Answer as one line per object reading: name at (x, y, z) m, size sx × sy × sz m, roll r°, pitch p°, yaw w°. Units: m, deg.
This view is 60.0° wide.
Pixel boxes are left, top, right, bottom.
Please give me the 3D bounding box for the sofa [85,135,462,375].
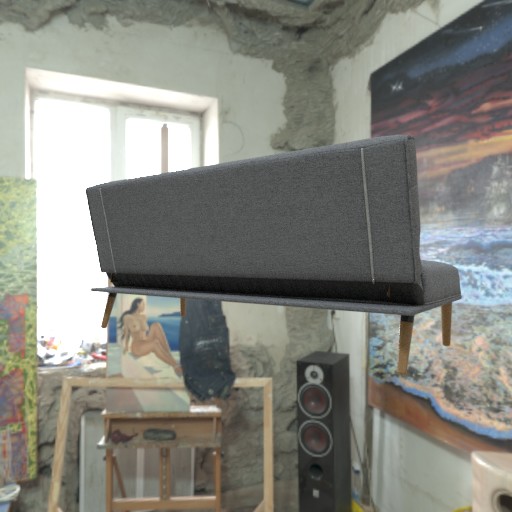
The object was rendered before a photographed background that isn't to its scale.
sofa at (0.000, 0.000, 2.291) m, size 1.820 × 0.830 × 0.810 m, roll 0°, pitch 0°, yaw 36°
